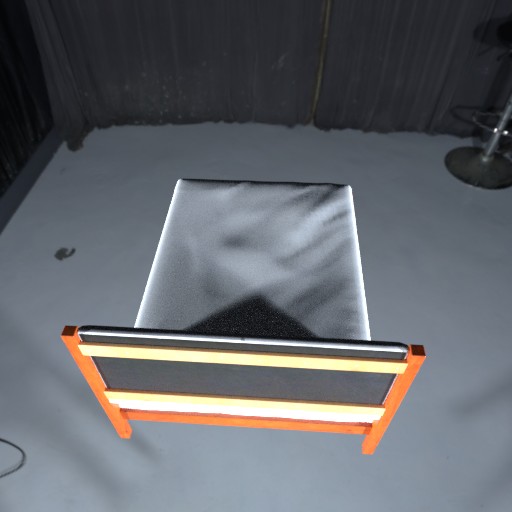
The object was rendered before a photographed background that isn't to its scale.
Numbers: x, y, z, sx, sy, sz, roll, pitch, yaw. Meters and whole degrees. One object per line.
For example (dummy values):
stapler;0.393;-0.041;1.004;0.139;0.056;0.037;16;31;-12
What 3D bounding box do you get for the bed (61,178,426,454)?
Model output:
bed;0.000;0.000;3.016;1.566;1.165;2.117;3;47;2
